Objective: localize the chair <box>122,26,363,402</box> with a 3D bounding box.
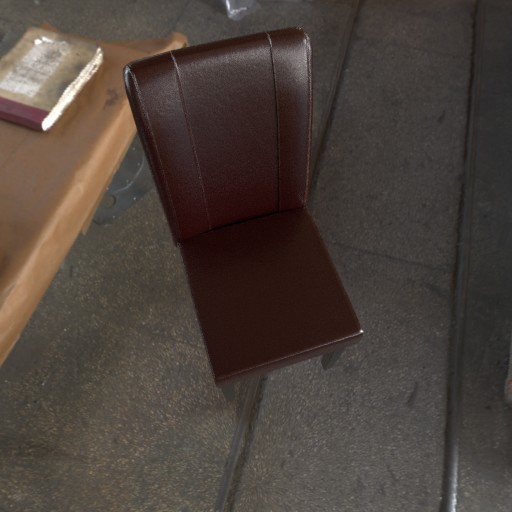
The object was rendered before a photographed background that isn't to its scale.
[{"bbox_3d":[0.000,0.000,1.168,0.399,0.897,0.556,-16,64,-8],"label":"chair"}]
